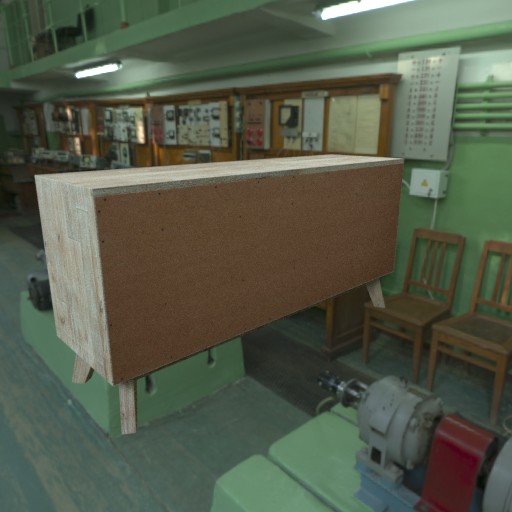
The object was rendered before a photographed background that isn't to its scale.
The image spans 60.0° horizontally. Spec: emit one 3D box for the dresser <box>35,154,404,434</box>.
[{"bbox_3d":[0.000,0.000,1.958,1.602,0.788,0.455,-15,22,-41],"label":"dresser"}]
